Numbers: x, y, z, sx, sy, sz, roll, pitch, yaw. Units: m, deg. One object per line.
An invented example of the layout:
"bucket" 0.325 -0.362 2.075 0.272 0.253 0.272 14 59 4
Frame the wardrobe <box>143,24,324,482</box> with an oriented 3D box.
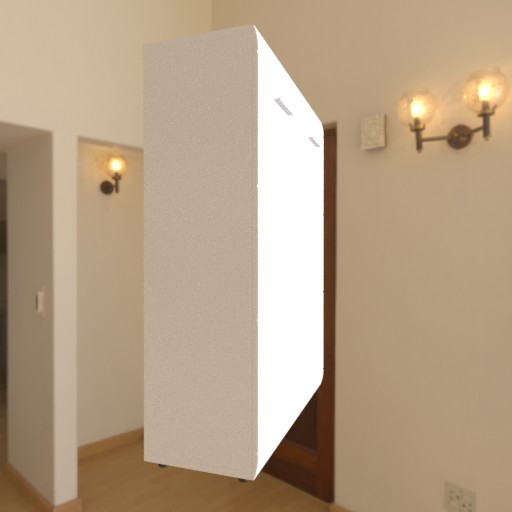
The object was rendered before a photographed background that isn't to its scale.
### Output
"wardrobe" 0.000 0.000 1.619 0.360 1.200 0.900 0 0 19
